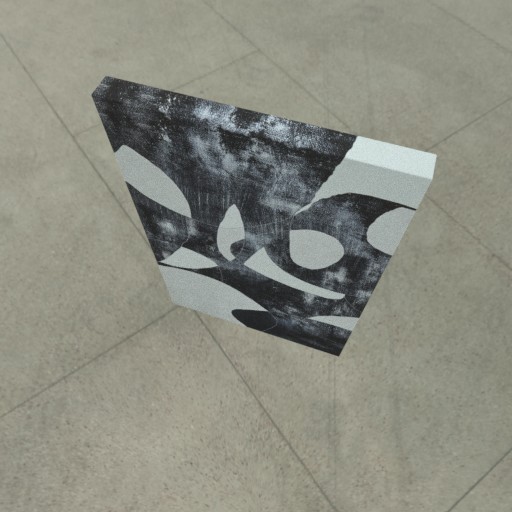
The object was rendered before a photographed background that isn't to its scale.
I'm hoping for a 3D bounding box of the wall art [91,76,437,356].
[{"bbox_3d":[0.000,0.000,0.773,0.407,0.610,0.039,16,61,9],"label":"wall art"}]
